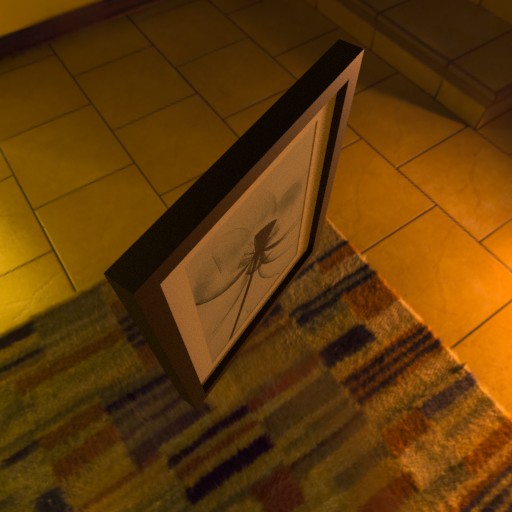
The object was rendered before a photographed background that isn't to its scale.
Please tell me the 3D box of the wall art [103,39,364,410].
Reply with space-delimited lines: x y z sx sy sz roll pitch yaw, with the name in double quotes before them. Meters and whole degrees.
"wall art" 0.000 0.000 0.540 0.029 0.381 0.330 32 64 17
